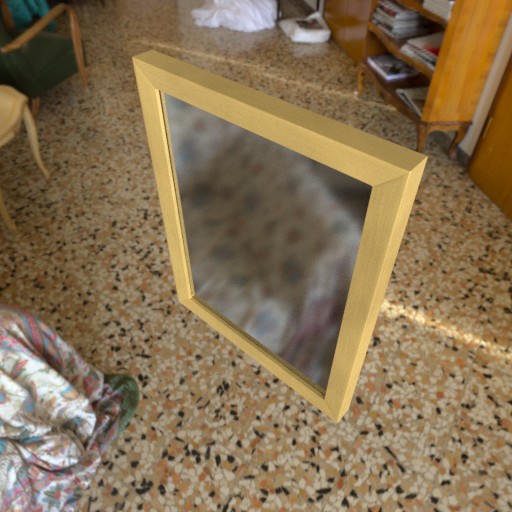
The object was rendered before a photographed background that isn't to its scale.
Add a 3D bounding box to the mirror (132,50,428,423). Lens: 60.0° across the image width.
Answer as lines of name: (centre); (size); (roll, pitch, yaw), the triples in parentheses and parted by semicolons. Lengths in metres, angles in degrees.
mirror: (0.000, 0.000, 0.682); (0.405, 0.508, 0.041); (32, 53, 28)
